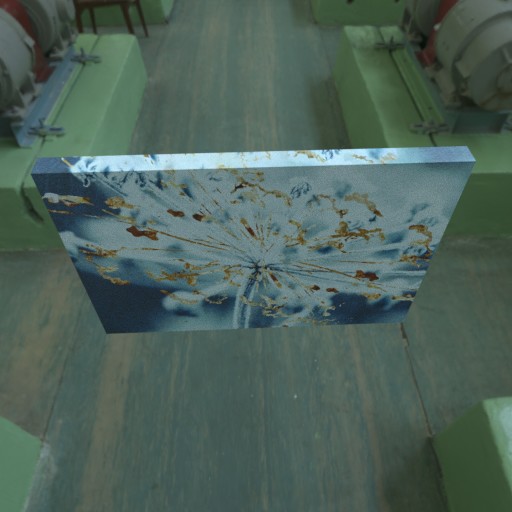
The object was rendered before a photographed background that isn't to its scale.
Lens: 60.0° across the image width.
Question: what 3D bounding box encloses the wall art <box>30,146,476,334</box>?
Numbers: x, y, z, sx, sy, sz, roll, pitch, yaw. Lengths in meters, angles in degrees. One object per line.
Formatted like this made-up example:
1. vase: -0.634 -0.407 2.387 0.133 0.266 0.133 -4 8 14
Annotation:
1. wall art: 0.000 0.000 0.767 0.607 0.405 0.036 -2 49 -2
